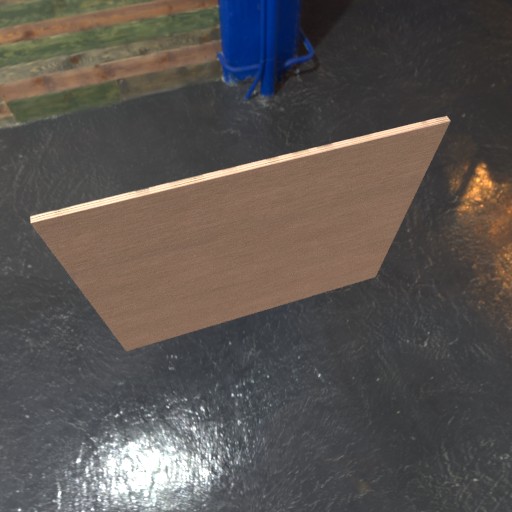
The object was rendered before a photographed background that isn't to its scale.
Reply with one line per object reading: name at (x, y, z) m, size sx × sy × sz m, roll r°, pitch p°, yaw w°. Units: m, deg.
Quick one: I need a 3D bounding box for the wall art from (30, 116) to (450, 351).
wall art at (0.000, 0.000, 0.690) m, size 0.508 × 0.408 × 0.010 m, roll -15°, pitch 60°, yaw -9°
